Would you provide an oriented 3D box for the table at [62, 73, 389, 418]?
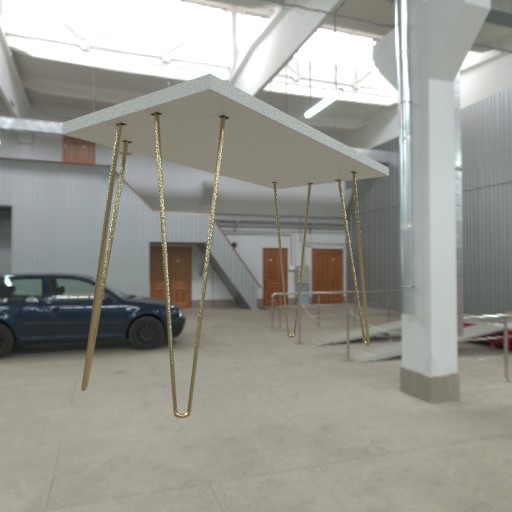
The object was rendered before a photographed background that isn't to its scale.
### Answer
[{"bbox_3d":[0.000,0.000,1.370,0.498,0.660,0.991,-1,-2,36],"label":"table"}]
